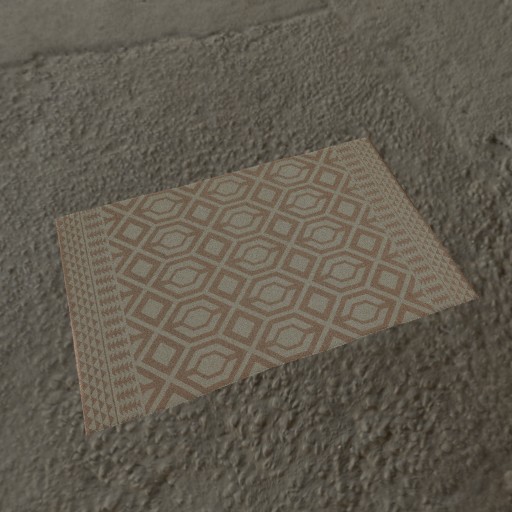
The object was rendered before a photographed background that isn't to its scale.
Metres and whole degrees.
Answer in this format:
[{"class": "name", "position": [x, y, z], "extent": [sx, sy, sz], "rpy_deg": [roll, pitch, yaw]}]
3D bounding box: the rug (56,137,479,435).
[{"class": "rug", "position": [0.000, 0.000, 2.936], "extent": [2.435, 0.011, 1.526], "rpy_deg": [-17, 59, -10]}]
